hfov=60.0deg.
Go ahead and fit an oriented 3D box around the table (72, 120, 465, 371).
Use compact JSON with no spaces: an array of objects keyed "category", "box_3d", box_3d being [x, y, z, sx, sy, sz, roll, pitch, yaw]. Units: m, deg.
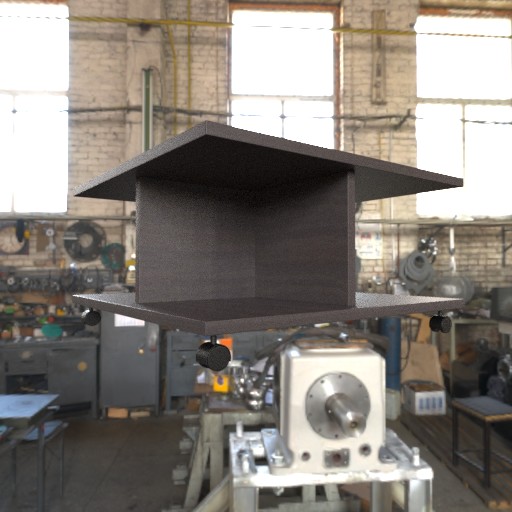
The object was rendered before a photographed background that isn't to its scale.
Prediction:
[{"category":"table","box_3d":[0.000,0.000,1.211,0.762,0.396,0.762,1,-2,-37]}]
